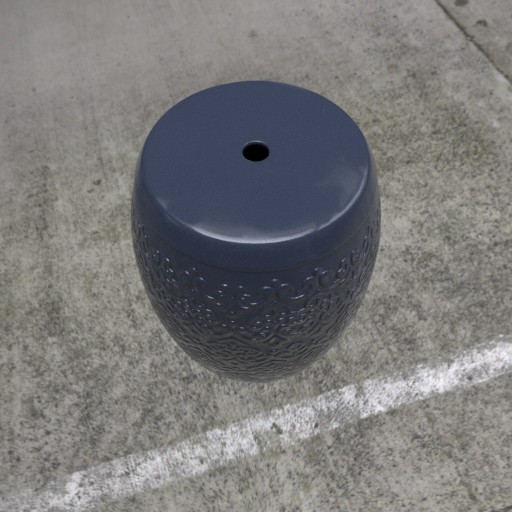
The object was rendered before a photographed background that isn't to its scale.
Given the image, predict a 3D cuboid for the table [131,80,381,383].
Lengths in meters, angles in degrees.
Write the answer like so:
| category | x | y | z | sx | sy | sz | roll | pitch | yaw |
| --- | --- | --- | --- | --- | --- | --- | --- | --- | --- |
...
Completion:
| category | x | y | z | sx | sy | sz | roll | pitch | yaw |
| --- | --- | --- | --- | --- | --- | --- | --- | --- | --- |
| table | 0.000 | 0.000 | 0.612 | 0.309 | 0.397 | 0.309 | 0 | 58 | 0 |
